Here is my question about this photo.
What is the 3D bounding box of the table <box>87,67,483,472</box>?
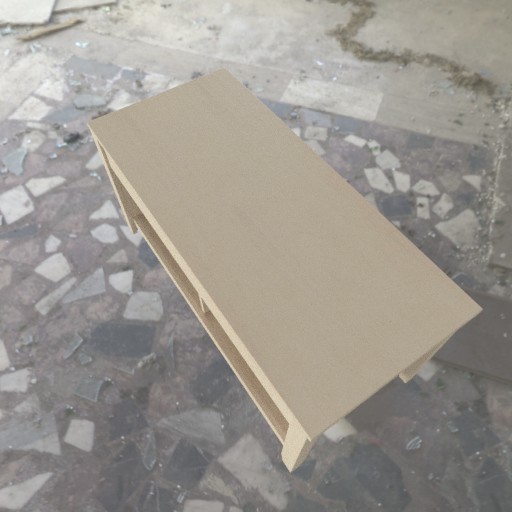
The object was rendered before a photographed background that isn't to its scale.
[{"bbox_3d":[0.000,0.000,1.287,0.457,0.483,1.016,-30,62,-18],"label":"table"}]
